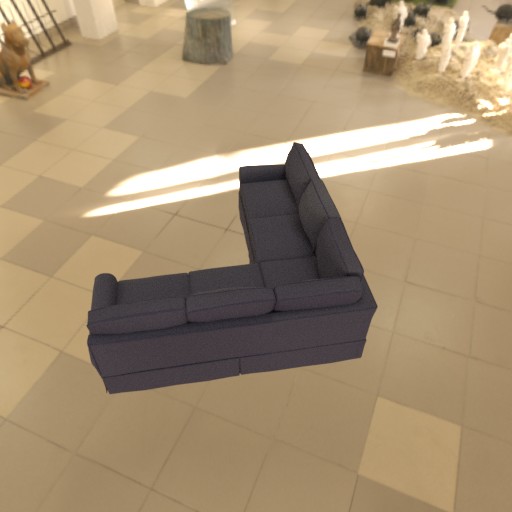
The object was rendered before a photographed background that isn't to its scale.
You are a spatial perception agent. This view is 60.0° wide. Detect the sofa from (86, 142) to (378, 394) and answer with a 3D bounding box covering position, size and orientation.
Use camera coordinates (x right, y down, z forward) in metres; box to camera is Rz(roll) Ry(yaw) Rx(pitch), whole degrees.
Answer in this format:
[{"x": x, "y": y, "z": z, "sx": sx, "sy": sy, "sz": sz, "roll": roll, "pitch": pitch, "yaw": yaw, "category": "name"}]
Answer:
[{"x": 0.000, "y": 0.000, "z": 5.105, "sx": 2.874, "sy": 1.169, "sz": 3.773, "roll": 16, "pitch": 48, "yaw": 15, "category": "sofa"}]
